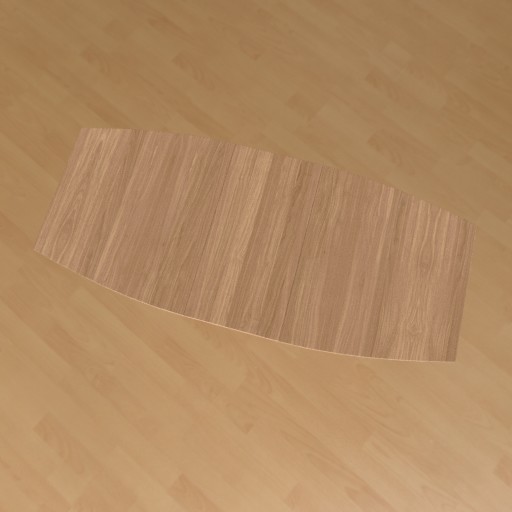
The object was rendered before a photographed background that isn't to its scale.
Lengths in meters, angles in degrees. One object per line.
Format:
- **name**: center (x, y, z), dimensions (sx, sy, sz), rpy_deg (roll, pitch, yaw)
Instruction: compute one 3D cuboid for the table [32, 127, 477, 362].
- **table**: center (0.000, 0.000, 2.493), dimensions (2.032, 0.750, 0.900), rpy_deg (15, 76, 4)
